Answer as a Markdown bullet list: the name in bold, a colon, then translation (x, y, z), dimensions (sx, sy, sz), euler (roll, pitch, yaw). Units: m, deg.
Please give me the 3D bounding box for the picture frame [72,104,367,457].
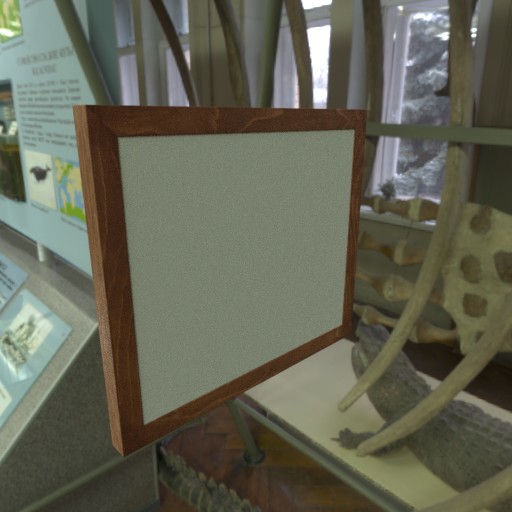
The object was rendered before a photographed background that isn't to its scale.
- **picture frame**: translation (0.000, 0.000, 0.521), dimensions (0.381, 0.330, 0.025), euler (-16, 23, -41)
